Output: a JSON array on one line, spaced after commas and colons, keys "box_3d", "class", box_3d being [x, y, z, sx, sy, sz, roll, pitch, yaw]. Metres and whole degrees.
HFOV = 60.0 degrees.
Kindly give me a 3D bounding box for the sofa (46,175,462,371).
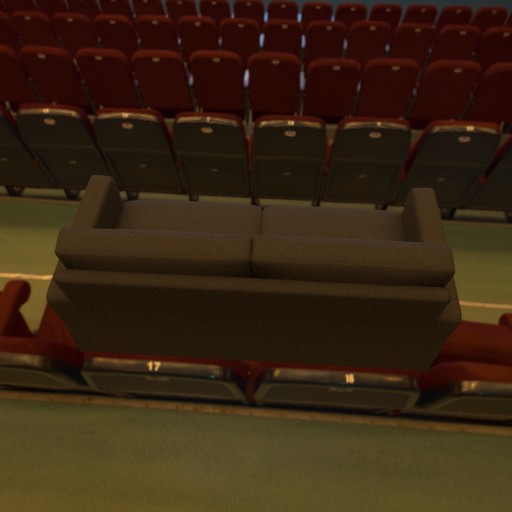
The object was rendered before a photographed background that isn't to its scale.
[{"box_3d": [0.000, 0.000, 2.277, 1.852, 0.839, 0.898, 3, 47, 2], "class": "sofa"}]
